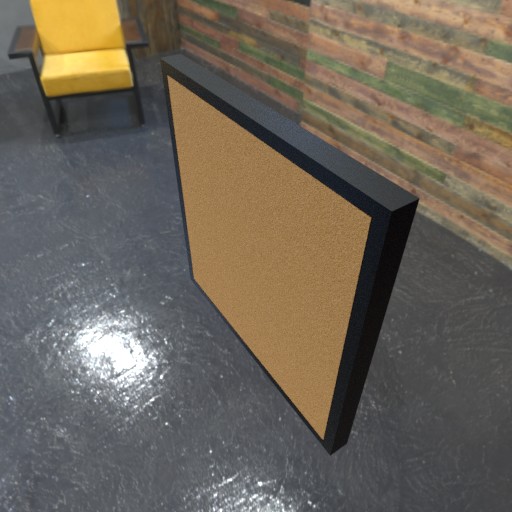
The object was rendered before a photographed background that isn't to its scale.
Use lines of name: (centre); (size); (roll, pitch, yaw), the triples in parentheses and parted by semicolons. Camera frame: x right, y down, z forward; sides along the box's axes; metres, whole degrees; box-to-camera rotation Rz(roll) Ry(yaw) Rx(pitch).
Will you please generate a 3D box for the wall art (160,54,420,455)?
wall art: (0.000, 0.000, 0.740); (0.038, 0.506, 0.506); (-24, 47, -24)
